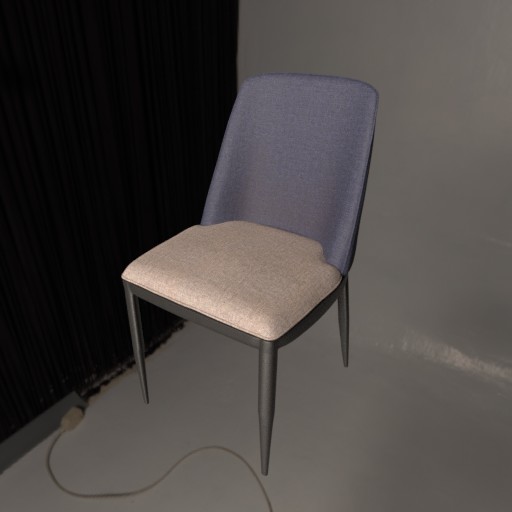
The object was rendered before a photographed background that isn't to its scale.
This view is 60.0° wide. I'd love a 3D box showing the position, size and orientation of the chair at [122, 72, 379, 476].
[{"bbox_3d":[0.000,0.000,1.160,0.480,0.839,0.551,18,33,29],"label":"chair"}]
